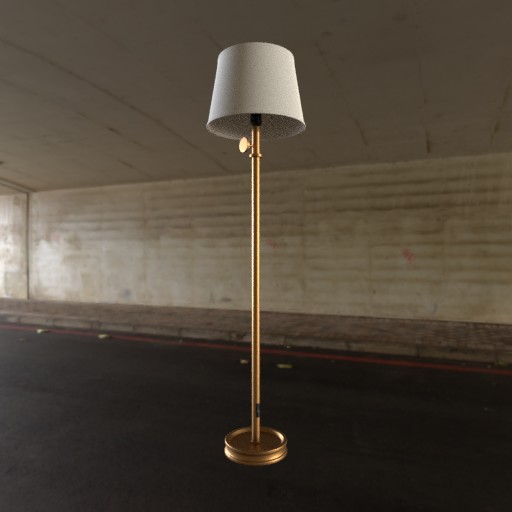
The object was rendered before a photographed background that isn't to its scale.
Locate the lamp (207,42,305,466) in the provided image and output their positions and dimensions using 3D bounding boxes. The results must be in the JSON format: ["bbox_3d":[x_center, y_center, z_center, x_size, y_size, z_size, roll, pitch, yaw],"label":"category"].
[{"bbox_3d":[0.000,0.000,0.805,0.178,0.710,0.178,0,0,0],"label":"lamp"}]
